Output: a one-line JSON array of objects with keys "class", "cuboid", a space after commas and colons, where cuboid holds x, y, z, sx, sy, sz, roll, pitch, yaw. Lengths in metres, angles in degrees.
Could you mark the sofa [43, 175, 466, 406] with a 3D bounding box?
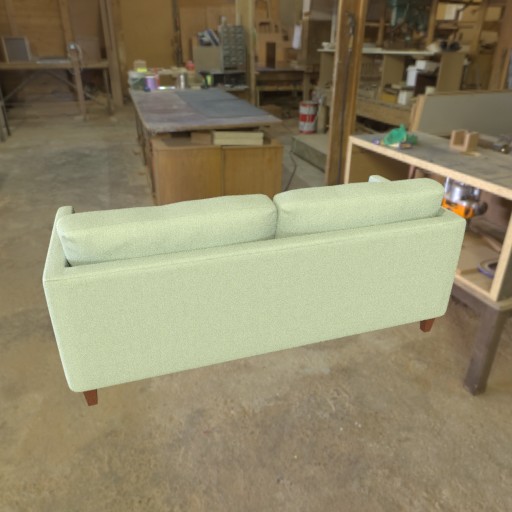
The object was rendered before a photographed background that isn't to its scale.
[{"class": "sofa", "cuboid": [0.000, 0.000, 2.671, 2.208, 0.965, 0.951, -8, 28, -16]}]
